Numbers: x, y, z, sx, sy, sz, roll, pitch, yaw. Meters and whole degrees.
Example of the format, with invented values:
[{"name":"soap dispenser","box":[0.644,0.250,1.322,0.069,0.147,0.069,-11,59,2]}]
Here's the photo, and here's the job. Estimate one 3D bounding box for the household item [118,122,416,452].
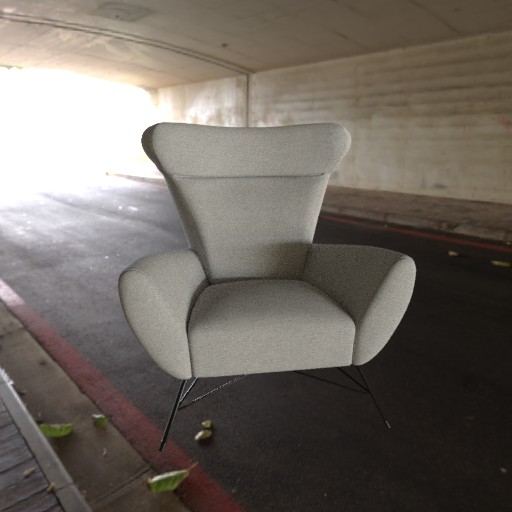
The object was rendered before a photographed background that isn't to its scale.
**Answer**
[{"name":"household item","box":[0.000,0.000,1.796,0.980,1.050,0.900,-2,16,-9]}]
